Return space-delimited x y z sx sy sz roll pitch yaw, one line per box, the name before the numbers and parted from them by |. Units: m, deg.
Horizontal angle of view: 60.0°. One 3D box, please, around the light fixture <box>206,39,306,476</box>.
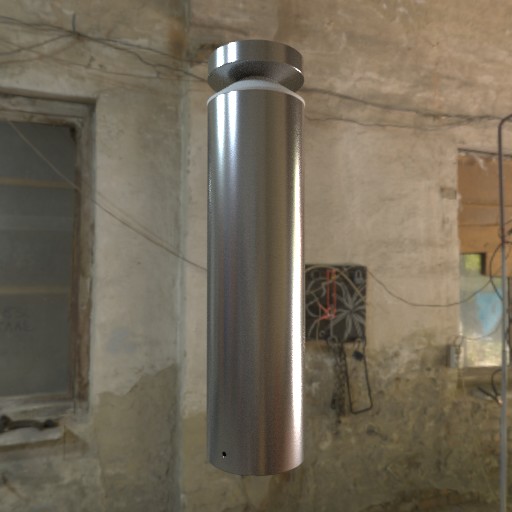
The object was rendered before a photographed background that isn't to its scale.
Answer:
light fixture | 0.000 0.000 0.456 0.102 0.400 0.102 -1 -2 36
